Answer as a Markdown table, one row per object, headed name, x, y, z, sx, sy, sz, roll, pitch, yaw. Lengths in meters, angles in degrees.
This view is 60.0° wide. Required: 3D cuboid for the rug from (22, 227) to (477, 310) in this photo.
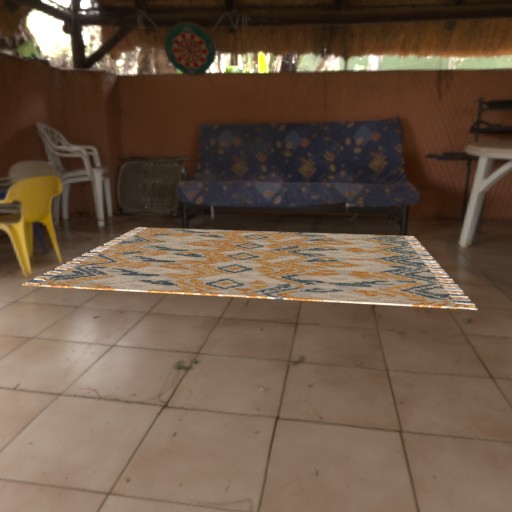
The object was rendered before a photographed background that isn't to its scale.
| name | x | y | z | sx | sy | sz | roll | pitch | yaw |
| --- | --- | --- | --- | --- | --- | --- | --- | --- | --- |
| rug | 0.000 | 0.000 | 2.328 | 1.827 | 0.008 | 1.230 | 2 | 15 | 8 |
